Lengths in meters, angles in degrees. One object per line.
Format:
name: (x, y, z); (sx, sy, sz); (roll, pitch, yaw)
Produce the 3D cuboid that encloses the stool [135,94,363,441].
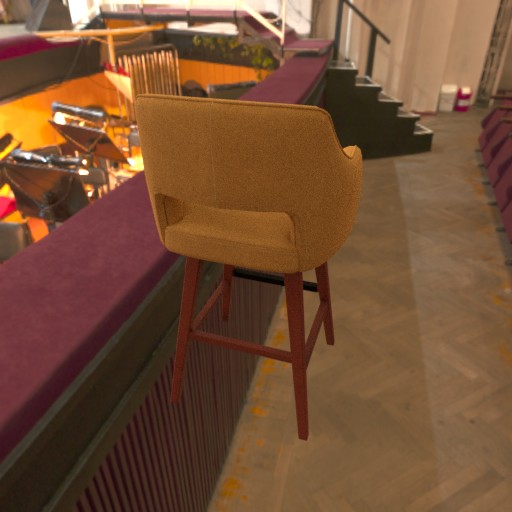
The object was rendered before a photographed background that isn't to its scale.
stool: (0.000, 0.000, 1.341); (0.548, 1.012, 0.558); (10, 33, 16)
